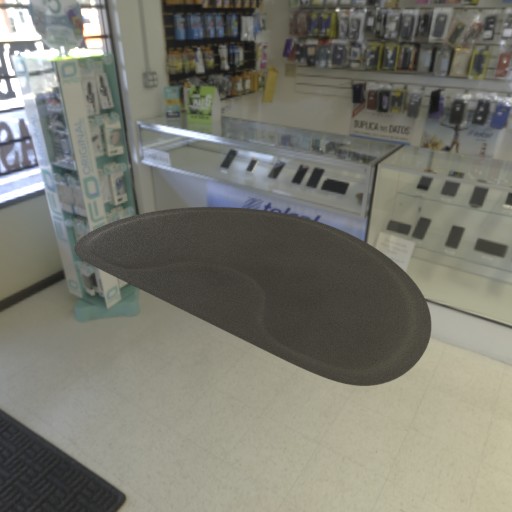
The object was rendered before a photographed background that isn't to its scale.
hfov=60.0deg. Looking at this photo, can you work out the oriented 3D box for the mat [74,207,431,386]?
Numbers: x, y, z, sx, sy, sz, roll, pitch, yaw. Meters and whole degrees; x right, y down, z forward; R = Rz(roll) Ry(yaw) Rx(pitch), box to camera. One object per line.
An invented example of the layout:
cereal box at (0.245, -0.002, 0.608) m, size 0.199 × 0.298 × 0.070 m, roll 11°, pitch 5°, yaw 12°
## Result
mat at (0.000, 0.000, 1.854) m, size 1.524 × 0.013 × 0.913 m, roll 20°, pitch 35°, yaw 31°
